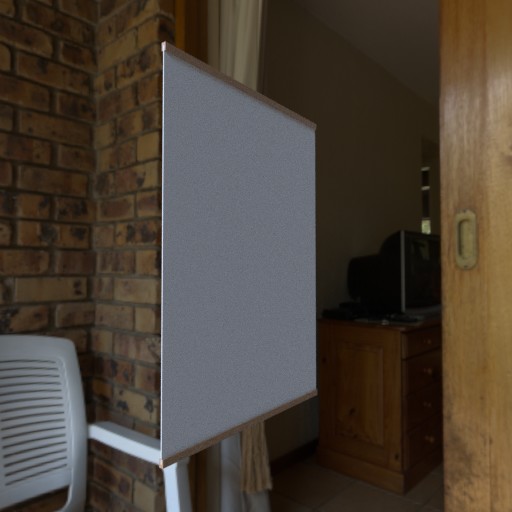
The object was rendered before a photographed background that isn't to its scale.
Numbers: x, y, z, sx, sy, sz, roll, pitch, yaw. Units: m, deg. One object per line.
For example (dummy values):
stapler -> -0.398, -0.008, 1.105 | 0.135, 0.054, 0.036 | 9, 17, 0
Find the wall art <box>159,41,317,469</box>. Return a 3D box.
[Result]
wall art -> 0.000, 0.000, 1.364 | 0.013, 1.016, 0.758 | -1, -2, 36
